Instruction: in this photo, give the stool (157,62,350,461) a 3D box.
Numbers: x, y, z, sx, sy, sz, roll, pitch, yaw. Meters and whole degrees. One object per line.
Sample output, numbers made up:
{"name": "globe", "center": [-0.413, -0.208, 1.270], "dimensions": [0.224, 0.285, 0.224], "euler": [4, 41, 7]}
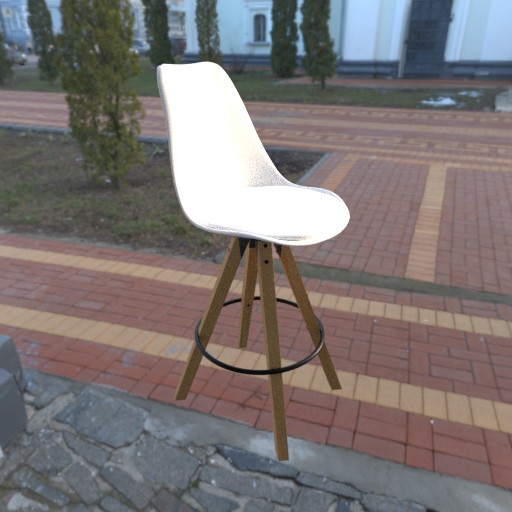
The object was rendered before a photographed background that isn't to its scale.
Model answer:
{"name": "stool", "center": [0.000, 0.000, 1.409], "dimensions": [0.549, 1.115, 0.482], "euler": [17, 31, 31]}
